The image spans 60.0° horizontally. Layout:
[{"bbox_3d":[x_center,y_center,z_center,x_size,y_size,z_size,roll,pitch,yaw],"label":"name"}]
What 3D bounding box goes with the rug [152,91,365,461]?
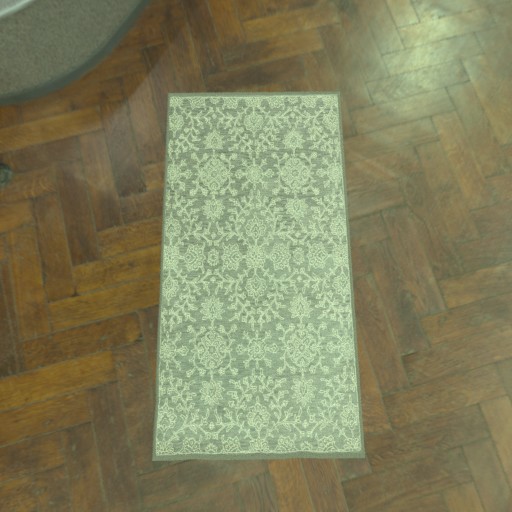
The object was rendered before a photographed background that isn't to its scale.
[{"bbox_3d":[0.000,0.000,3.599,1.546,0.011,3.048,-1,75,0],"label":"rug"}]
